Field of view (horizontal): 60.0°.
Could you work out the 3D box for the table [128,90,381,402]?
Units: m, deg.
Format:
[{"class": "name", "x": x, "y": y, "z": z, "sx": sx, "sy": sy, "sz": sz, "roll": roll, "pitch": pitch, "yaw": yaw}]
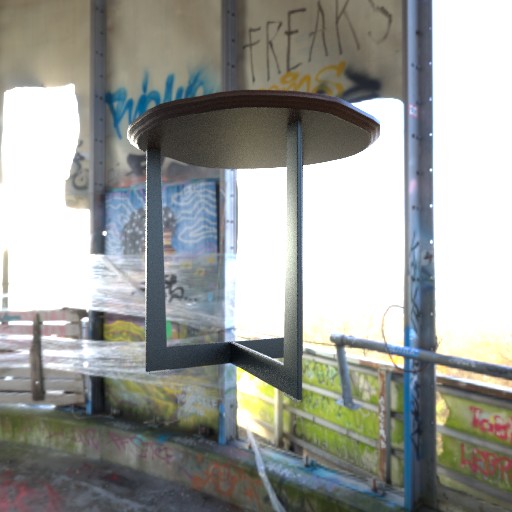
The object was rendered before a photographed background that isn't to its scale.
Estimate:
[{"class": "table", "x": 0.000, "y": 0.000, "z": 0.884, "sx": 0.477, "sy": 0.476, "sz": 0.494, "roll": 1, "pitch": -1, "yaw": -36}]
